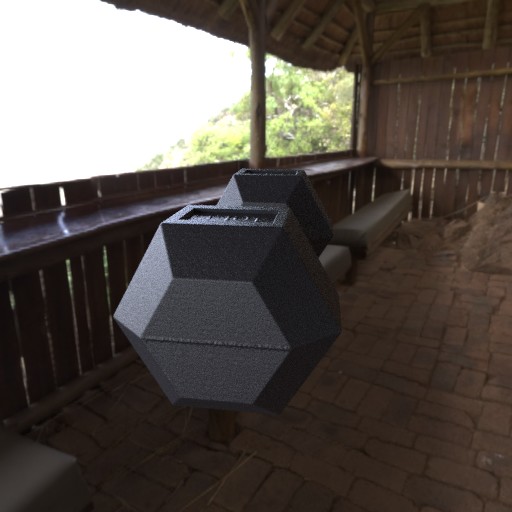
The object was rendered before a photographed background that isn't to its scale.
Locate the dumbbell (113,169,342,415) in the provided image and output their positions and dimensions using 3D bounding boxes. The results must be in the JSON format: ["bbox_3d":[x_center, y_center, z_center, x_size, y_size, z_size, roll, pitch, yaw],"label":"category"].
[{"bbox_3d":[0.000,0.000,0.444,0.157,0.137,0.361,3,18,8],"label":"dumbbell"}]
